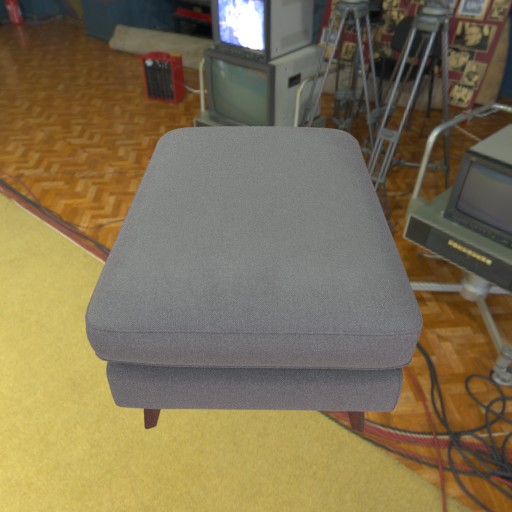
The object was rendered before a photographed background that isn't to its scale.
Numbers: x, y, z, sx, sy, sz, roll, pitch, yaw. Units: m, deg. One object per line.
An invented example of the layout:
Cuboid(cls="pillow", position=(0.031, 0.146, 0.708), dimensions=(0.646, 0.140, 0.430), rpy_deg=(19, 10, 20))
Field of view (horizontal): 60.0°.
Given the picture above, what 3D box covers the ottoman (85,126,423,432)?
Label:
Cuboid(cls="ottoman", position=(0.000, 0.000, 1.144), dimensions=(0.608, 0.449, 0.811), rpy_deg=(1, 40, 1))
